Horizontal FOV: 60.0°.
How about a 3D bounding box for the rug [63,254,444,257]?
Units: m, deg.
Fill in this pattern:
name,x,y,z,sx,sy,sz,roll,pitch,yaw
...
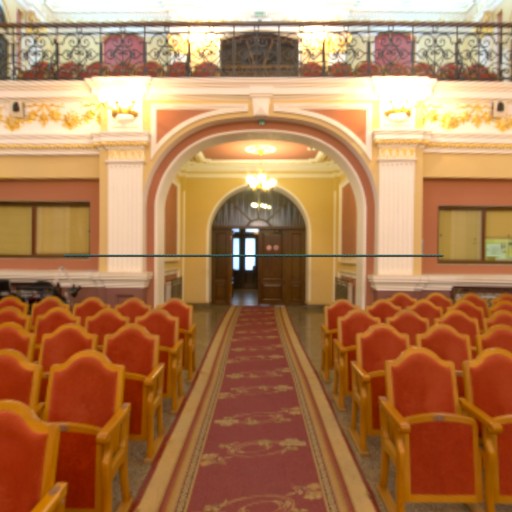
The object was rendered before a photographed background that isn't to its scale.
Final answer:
name,x,y,z,sx,sy,sz,roll,pitch,yaw
rug,0.000,0.000,4.109,2.226,0.015,3.044,0,0,1
